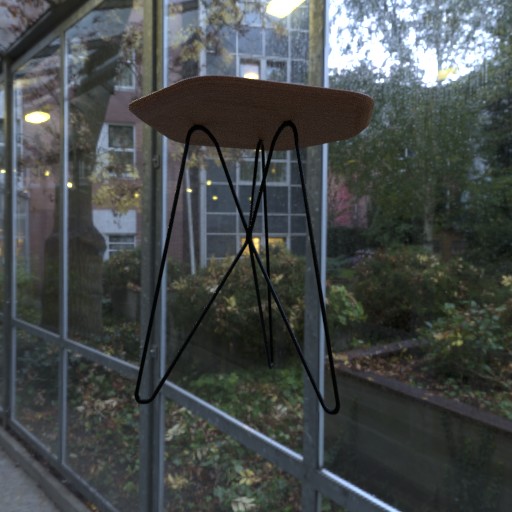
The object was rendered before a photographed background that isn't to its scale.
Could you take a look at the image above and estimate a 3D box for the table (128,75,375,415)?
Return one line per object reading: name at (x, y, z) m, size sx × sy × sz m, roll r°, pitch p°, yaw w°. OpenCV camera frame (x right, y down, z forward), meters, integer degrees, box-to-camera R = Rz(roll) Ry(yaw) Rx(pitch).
table at (0.000, 0.000, 0.906) m, size 0.500 × 0.562 × 0.400 m, roll 0°, pitch 1°, yaw -18°
